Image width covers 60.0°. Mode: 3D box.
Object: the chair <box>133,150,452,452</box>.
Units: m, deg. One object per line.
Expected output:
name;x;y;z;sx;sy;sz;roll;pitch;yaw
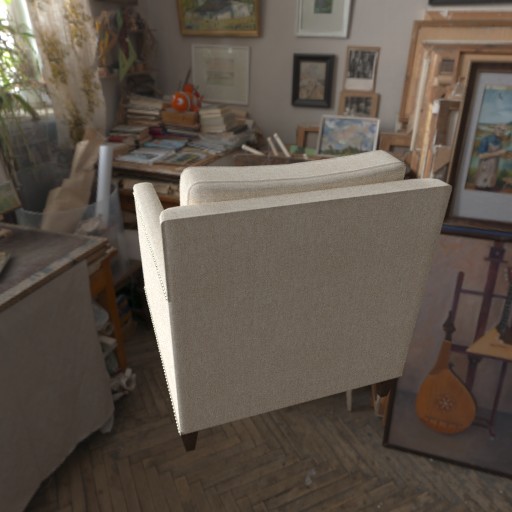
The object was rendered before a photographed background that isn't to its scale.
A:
chair;0.000;0.000;1.761;0.838;0.940;1.041;-9;28;-17
